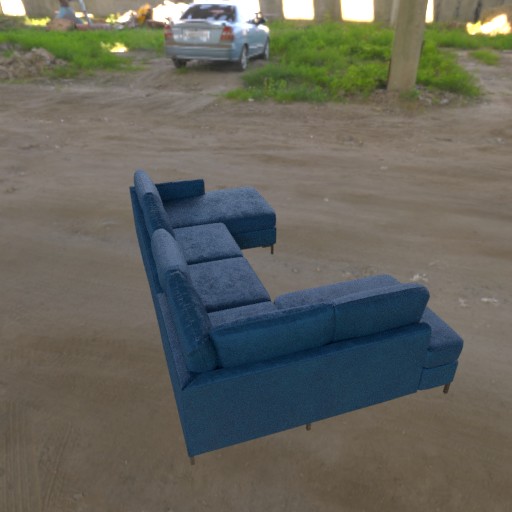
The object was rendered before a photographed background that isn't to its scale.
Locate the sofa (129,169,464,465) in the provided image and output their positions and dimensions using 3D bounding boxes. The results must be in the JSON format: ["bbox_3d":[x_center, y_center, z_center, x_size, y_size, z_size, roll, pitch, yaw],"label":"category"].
[{"bbox_3d":[0.000,0.000,4.310,2.055,0.992,3.434,-10,31,-16],"label":"sofa"}]
